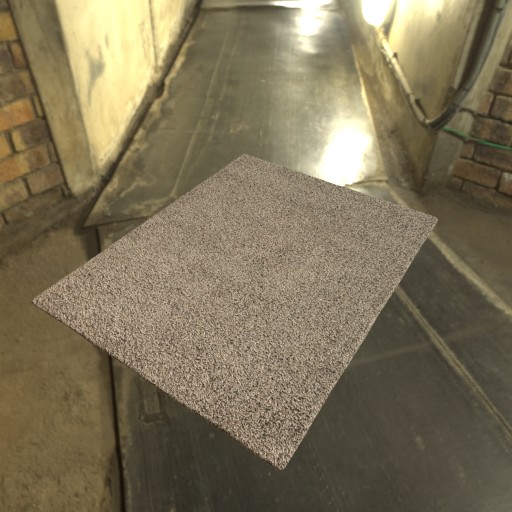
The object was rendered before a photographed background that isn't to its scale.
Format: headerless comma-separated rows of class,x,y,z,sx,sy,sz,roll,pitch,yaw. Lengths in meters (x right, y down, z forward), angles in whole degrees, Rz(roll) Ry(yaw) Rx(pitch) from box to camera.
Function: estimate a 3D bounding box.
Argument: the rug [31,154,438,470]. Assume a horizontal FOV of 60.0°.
rug,0.000,0.000,4.085,2.438,0.029,3.047,24,47,25
